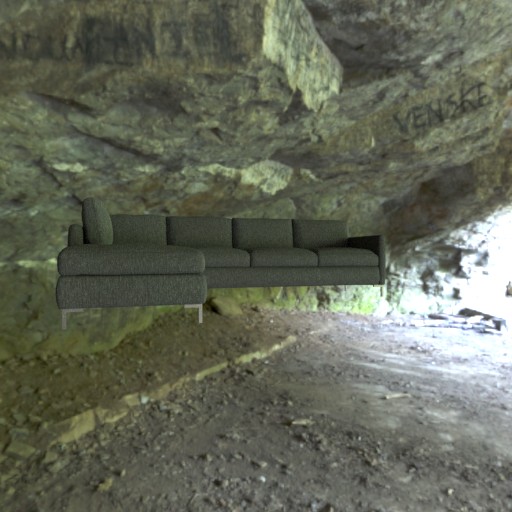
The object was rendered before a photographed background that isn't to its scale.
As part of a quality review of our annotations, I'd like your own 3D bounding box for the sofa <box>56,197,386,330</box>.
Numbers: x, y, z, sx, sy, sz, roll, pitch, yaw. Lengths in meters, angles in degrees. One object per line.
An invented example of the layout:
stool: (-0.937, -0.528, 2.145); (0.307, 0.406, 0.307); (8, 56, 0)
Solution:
sofa: (0.000, 0.000, 3.787); (2.949, 0.815, 2.007); (0, 0, -19)
